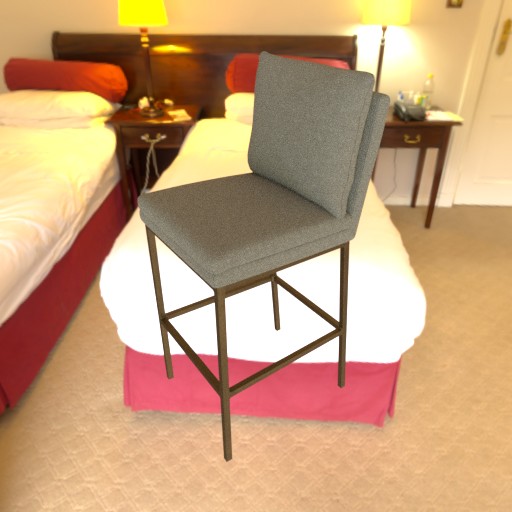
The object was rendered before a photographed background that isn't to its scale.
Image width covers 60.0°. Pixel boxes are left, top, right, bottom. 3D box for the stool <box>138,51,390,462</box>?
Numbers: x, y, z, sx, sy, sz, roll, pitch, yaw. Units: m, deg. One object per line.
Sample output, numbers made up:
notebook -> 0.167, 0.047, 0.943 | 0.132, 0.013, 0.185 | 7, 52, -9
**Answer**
stool -> 0.000, 0.000, 1.409 | 0.569, 1.132, 0.463 | -20, 36, -29
